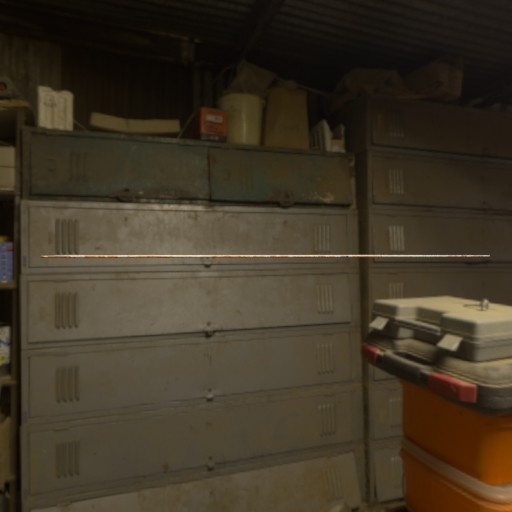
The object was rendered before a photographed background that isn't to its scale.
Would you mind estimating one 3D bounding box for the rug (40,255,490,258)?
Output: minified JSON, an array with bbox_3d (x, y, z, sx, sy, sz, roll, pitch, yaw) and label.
[{"bbox_3d":[0.000,0.000,2.970,2.428,0.010,1.533,0,0,-18],"label":"rug"}]
